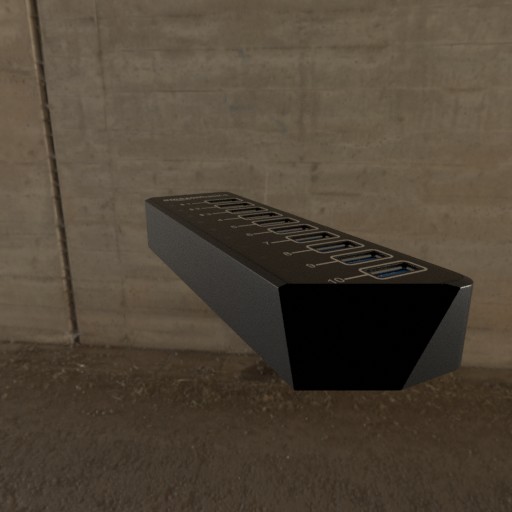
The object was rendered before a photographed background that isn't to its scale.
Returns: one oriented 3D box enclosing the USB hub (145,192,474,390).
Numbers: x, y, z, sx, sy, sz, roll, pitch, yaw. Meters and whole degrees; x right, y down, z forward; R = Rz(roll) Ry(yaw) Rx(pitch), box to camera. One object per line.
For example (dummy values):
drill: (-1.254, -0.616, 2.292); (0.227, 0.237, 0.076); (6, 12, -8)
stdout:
USB hub: (0.000, 0.000, 0.158); (0.044, 0.023, 0.145); (-9, 19, -26)
